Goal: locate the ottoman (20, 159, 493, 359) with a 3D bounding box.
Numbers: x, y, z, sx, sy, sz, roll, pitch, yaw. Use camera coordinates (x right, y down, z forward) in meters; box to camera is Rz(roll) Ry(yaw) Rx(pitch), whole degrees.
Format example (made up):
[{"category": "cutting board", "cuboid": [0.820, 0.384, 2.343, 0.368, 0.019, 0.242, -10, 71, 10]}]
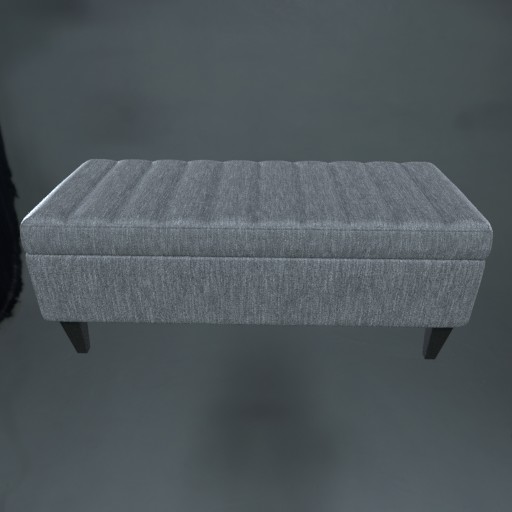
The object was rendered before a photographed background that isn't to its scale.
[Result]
[{"category": "ottoman", "cuboid": [0.000, 0.000, 1.352, 1.151, 0.469, 0.482, 1, 31, 1]}]
